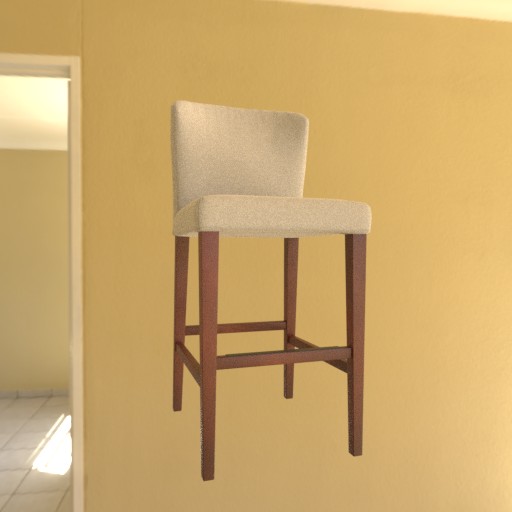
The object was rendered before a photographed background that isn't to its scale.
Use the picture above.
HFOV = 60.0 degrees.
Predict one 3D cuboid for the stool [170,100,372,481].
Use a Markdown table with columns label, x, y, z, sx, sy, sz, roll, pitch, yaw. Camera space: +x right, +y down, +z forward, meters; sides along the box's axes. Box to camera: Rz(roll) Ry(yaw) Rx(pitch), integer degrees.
| label | x | y | z | sx | sy | sz | roll | pitch | yaw |
| --- | --- | --- | --- | --- | --- | --- | --- | --- | --- |
| stool | 0.000 | 0.000 | 1.362 | 0.479 | 1.069 | 0.568 | 0 | 1 | -18 |
